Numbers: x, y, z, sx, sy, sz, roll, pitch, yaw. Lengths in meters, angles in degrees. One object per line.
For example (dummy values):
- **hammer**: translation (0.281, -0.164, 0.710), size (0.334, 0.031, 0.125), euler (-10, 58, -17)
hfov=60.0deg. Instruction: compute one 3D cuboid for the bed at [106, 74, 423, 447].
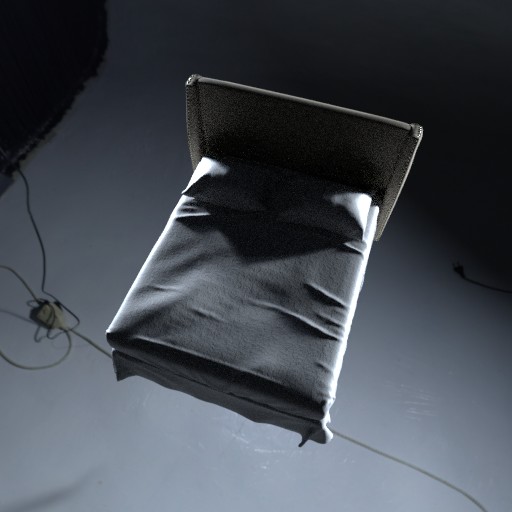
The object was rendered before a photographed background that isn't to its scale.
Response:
- **bed**: translation (0.000, 0.000, 3.504), size (1.925, 1.332, 2.276), euler (16, 60, 10)
